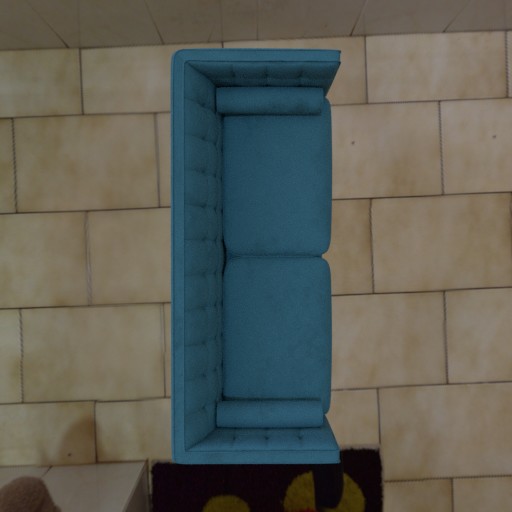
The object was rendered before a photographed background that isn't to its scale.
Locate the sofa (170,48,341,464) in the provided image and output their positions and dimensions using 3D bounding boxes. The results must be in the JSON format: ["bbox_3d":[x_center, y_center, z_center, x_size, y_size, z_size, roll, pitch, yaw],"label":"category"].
[{"bbox_3d":[0.000,0.000,2.568,0.867,0.789,2.087,0,91,0],"label":"sofa"}]
